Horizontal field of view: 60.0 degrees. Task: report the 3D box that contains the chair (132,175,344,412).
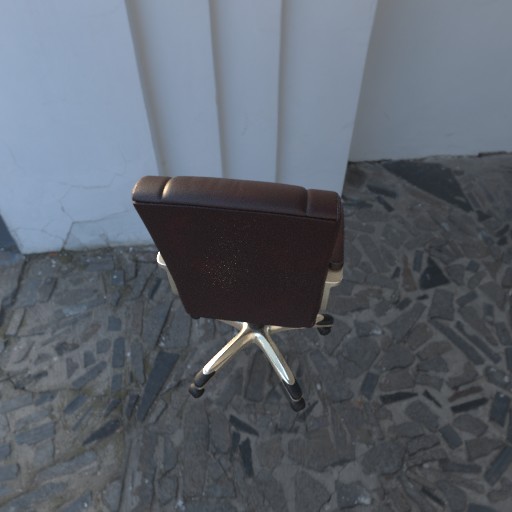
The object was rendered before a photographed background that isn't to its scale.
[{"bbox_3d":[0.000,0.000,1.560,0.662,1.107,0.739,6,47,5],"label":"chair"}]
